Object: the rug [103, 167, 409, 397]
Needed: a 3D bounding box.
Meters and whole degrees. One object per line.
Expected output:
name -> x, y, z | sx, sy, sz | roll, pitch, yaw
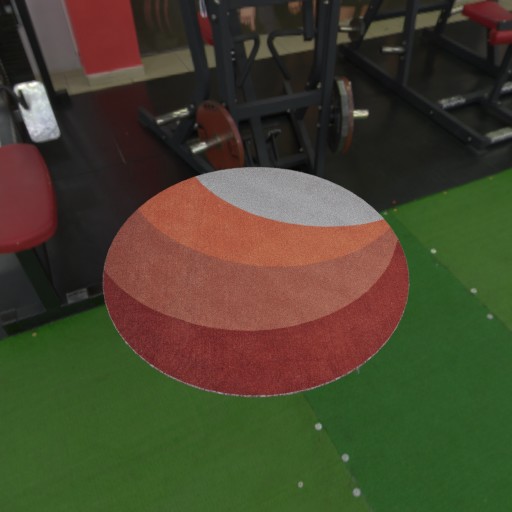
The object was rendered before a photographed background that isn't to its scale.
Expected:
rug -> 0.000, 0.000, 2.252 | 1.514, 0.015, 1.514 | 0, 47, 0
